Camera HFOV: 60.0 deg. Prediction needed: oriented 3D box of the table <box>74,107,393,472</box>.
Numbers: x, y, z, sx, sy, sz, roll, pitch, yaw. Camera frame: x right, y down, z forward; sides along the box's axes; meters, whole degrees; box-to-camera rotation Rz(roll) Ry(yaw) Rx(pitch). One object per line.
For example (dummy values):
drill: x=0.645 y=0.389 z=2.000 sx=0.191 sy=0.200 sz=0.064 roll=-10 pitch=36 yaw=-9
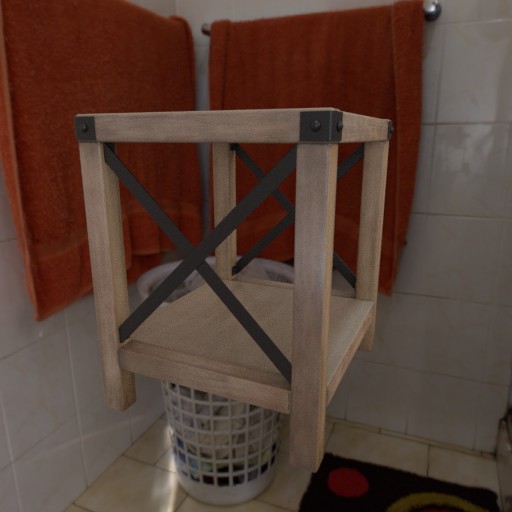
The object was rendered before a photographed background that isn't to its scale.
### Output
table: x=0.000 y=0.000 z=0.939 sx=0.459 sy=0.561 sz=0.510 roll=7 pitch=17 yaw=24
